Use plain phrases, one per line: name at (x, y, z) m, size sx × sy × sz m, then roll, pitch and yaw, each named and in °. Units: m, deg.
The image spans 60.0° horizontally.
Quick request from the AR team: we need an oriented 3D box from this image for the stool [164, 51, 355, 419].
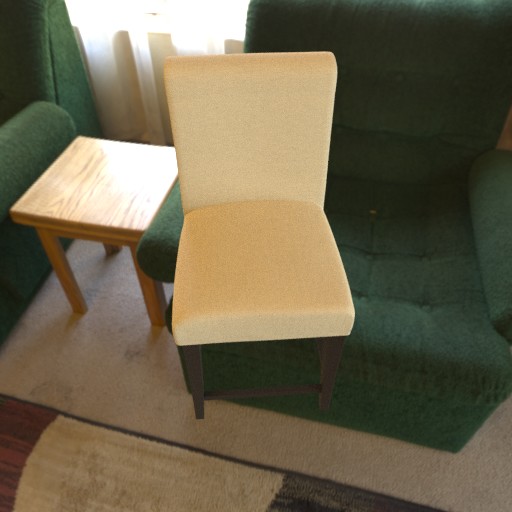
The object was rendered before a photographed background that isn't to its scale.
stool at (0.000, 0.000, 1.325) m, size 0.452 × 0.976 × 0.597 m, roll -3°, pitch 46°, yaw -3°
